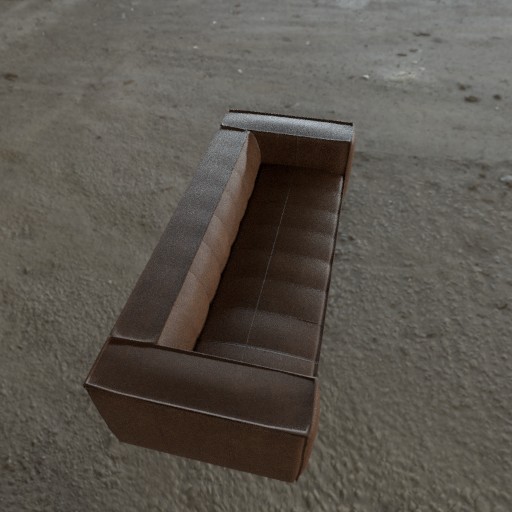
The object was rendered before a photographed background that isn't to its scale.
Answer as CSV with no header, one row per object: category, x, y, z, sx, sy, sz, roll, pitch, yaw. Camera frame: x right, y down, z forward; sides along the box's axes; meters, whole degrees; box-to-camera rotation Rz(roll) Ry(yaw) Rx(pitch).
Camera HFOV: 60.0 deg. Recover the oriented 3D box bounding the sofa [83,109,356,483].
sofa,0.000,0.000,2.993,1.102,0.701,2.581,9,48,9
